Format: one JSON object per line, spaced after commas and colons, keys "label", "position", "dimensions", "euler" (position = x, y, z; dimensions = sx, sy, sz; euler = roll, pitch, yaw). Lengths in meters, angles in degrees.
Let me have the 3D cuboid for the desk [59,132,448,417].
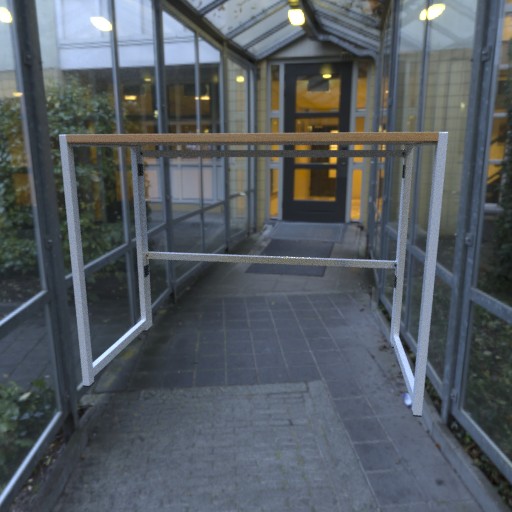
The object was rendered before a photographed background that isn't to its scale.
{"label": "desk", "position": [0.000, 0.000, 1.464], "dimensions": [1.016, 0.762, 0.508], "euler": [2, 13, 9]}
